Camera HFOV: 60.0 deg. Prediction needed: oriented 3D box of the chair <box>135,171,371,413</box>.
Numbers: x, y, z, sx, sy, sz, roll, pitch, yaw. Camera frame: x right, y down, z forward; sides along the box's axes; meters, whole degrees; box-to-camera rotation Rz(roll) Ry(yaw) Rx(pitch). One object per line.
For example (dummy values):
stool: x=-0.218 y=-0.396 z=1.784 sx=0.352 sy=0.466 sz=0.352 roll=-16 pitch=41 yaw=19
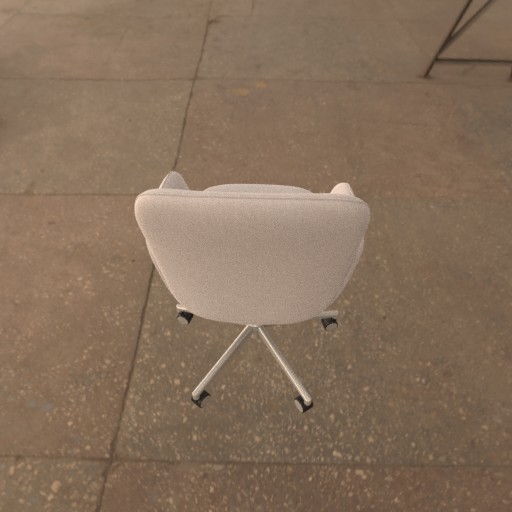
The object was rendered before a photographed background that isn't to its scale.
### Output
chair: x=0.000 y=0.000 z=1.407 sx=0.648 sy=0.959 sz=0.633 roll=2 pitch=46 yaw=2
